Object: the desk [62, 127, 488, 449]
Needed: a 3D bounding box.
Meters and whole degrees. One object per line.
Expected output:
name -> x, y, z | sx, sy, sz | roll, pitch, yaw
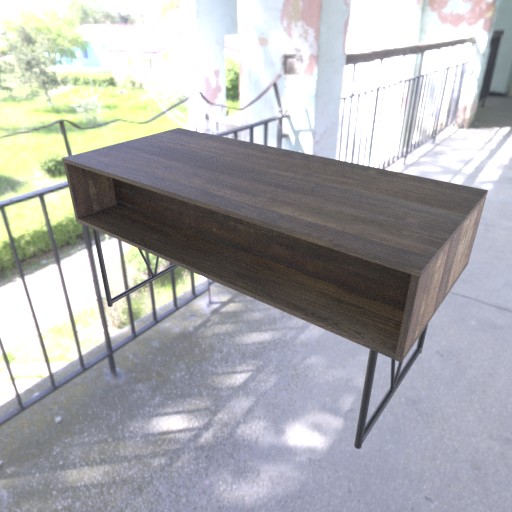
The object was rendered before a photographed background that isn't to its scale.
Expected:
desk -> 0.000, 0.000, 1.985 | 1.600, 0.780, 0.730 | 20, 35, 32
